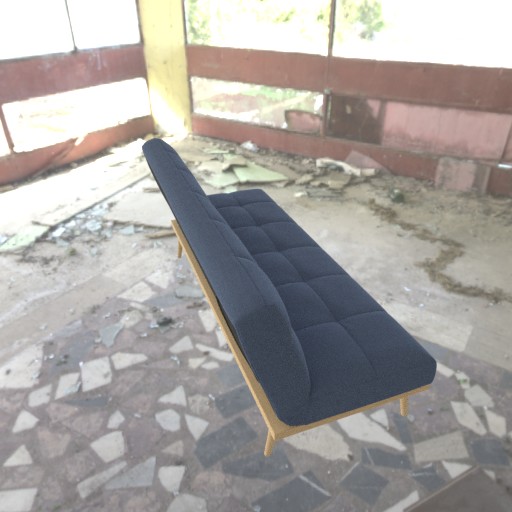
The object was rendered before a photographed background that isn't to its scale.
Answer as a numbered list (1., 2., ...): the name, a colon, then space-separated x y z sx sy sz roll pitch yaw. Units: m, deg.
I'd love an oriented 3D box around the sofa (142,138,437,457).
1. sofa: 0.000 0.000 2.222 0.796 0.800 1.800 -11 33 -18
